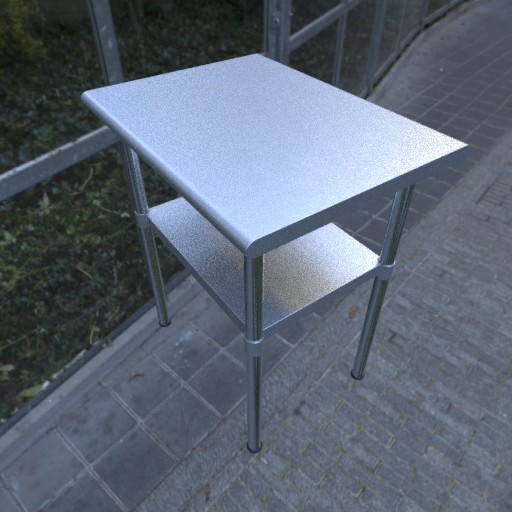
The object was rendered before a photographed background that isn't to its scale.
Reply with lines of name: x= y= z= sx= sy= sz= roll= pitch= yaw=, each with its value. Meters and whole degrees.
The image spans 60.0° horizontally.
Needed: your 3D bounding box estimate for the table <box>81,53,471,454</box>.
table: x=0.000 y=0.000 z=1.329 sx=0.584 sy=0.876 sz=0.762 roll=-25 pitch=47 yaw=-26
